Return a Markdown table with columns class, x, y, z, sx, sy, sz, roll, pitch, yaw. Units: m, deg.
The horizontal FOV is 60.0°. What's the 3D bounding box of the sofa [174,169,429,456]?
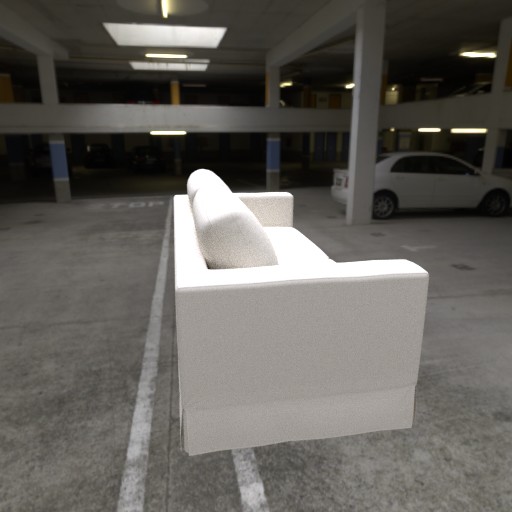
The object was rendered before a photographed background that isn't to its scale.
| class | x | y | z | sx | sy | sz | roll | pitch | yaw |
| --- | --- | --- | --- | --- | --- | --- | --- | --- | --- |
| sofa | 0.000 | 0.000 | 2.618 | 0.954 | 0.881 | 2.163 | -3 | 16 | -10 |
